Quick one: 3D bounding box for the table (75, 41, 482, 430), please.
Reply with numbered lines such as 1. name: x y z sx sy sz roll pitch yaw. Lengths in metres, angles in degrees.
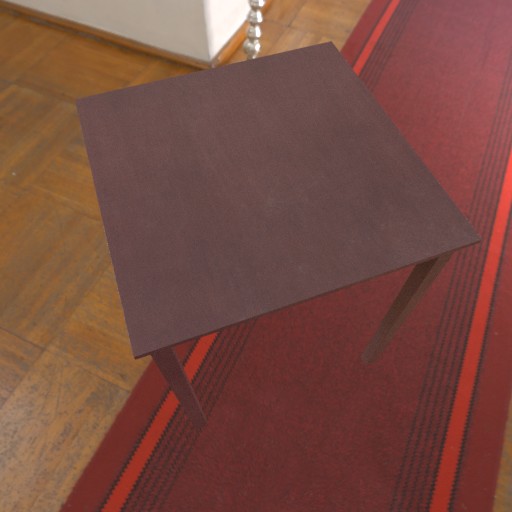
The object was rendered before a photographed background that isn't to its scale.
1. table: 0.000 0.000 1.638 0.861 0.991 0.861 -17 60 -10
